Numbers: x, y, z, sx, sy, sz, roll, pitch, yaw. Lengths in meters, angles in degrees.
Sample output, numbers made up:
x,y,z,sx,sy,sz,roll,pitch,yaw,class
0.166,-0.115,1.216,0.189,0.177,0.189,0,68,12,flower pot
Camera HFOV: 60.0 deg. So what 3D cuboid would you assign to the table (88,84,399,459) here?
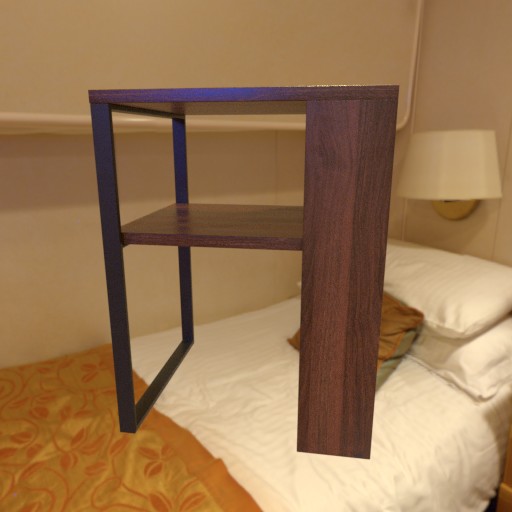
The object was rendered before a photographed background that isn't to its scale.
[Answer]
x,y,z,sx,sy,sz,roll,pitch,yaw,class
0.000,0.000,1.548,0.786,1.041,0.660,2,15,9,table
